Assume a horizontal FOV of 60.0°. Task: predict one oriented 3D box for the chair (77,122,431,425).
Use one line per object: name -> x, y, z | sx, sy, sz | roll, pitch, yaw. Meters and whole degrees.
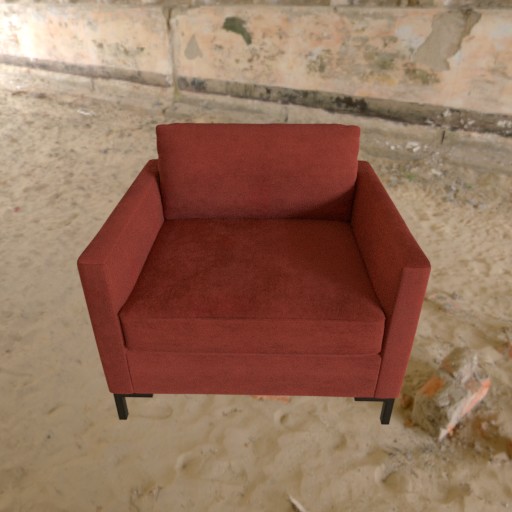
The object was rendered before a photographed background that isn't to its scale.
chair -> 0.000, 0.000, 1.612 | 0.964, 0.812, 0.875 | 1, 31, 1
